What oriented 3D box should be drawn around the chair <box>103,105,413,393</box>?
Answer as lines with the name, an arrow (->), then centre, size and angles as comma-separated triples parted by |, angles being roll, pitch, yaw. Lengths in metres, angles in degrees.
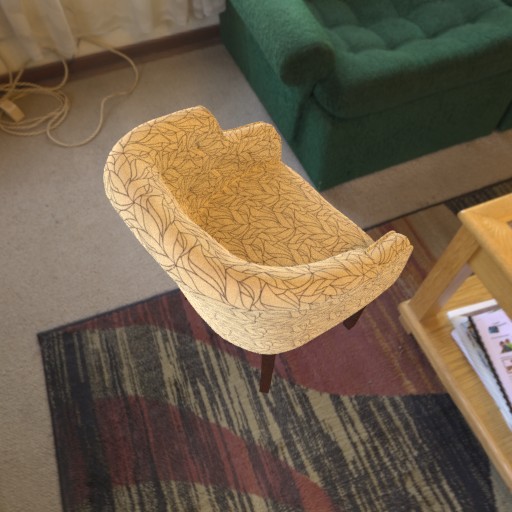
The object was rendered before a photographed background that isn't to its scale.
chair -> 0.000, 0.000, 1.305 | 0.613, 0.858, 0.686 | -35, 64, -20
